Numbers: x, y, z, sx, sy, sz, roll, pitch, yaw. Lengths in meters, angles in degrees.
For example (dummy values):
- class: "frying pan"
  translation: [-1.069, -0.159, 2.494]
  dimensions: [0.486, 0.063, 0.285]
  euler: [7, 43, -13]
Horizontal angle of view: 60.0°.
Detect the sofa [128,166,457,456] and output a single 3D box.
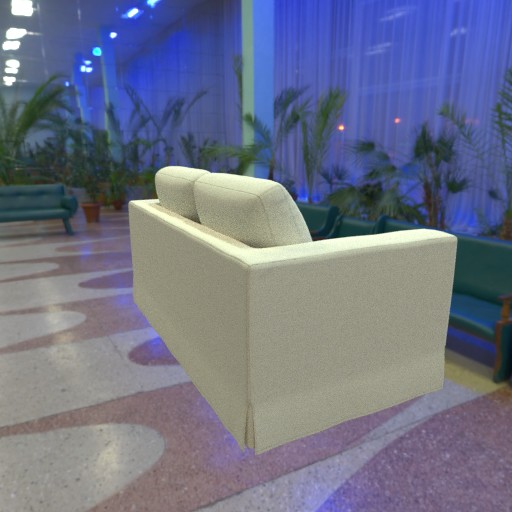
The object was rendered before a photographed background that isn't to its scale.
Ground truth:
- class: "sofa"
  translation: [0.000, 0.000, 2.439]
  dimensions: [1.009, 0.932, 1.813]
  euler: [-7, 16, -27]
